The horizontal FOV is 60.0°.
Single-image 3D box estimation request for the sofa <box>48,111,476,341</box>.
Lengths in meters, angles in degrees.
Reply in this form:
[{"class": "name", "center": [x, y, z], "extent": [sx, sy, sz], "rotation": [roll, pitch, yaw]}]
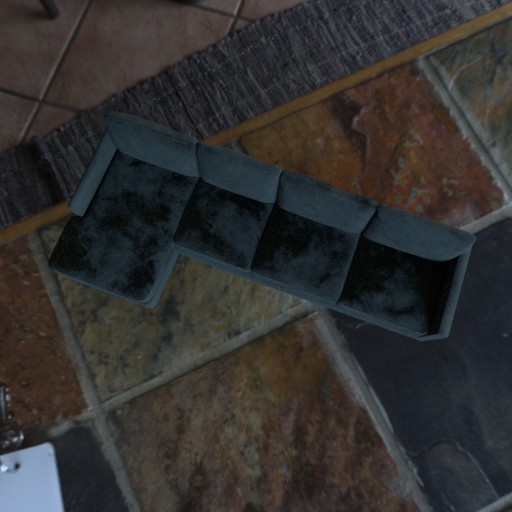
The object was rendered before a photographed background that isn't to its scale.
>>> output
[{"class": "sofa", "center": [0.000, 0.000, 3.942], "extent": [3.400, 0.967, 1.500], "rotation": [20, 77, 5]}]
